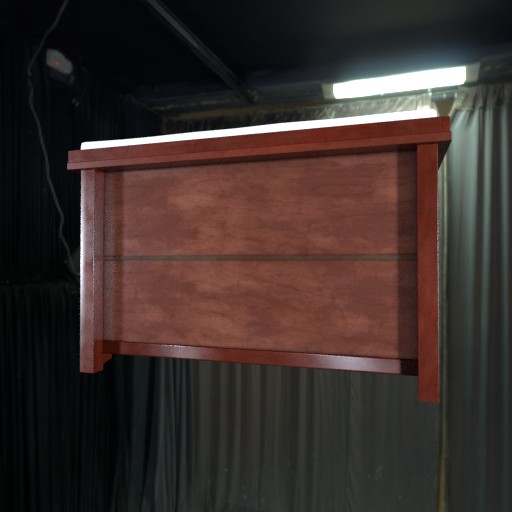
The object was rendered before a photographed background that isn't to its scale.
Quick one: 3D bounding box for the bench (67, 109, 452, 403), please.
[{"bbox_3d":[0.000,0.000,1.260,0.987,0.646,0.369,0,-1,18],"label":"bench"}]
